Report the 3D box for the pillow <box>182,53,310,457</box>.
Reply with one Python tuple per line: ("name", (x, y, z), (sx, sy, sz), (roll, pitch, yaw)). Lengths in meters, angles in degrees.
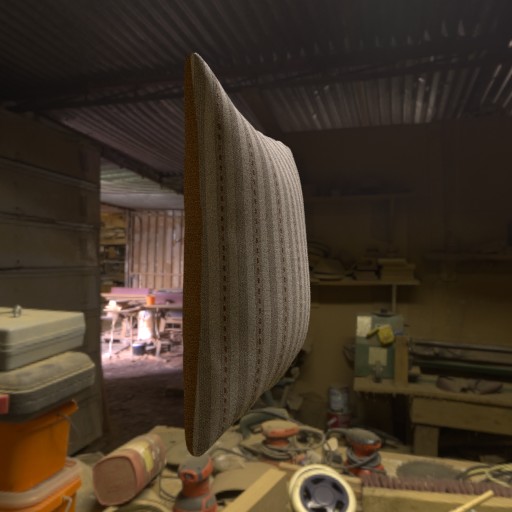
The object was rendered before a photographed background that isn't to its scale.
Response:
("pillow", (0.000, 0.000, 0.669), (0.147, 0.437, 0.432), (0, -1, 16))
